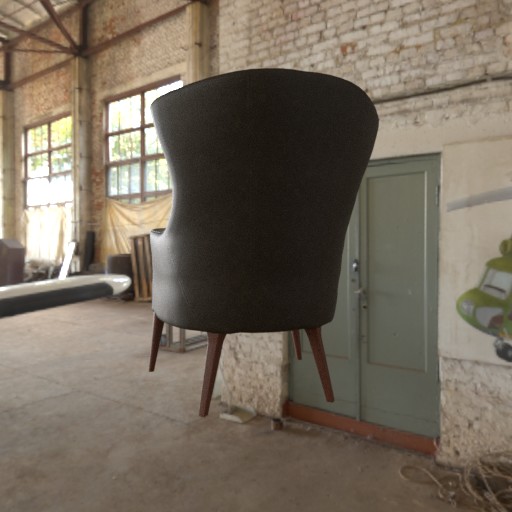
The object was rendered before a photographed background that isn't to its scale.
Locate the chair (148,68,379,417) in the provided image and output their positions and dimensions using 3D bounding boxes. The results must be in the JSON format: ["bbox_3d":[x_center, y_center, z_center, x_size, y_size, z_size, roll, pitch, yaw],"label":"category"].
[{"bbox_3d":[0.000,0.000,1.711,0.819,1.068,0.954,0,1,-17],"label":"chair"}]
